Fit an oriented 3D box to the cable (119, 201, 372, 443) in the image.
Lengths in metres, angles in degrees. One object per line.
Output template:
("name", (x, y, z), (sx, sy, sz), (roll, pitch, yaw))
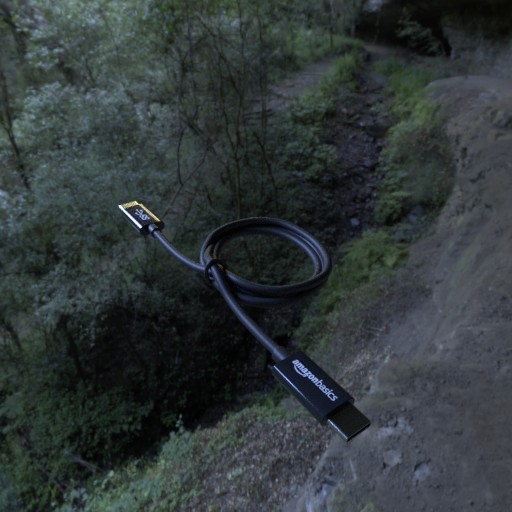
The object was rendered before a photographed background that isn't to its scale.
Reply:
("cable", (0.000, 0.000, 0.208), (0.070, 0.014, 0.186), (-21, 38, -29))
